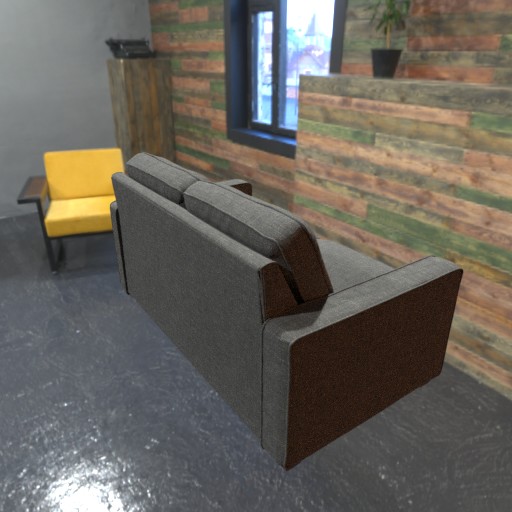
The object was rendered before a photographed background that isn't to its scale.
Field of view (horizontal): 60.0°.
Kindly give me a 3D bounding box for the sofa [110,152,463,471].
[{"bbox_3d":[0.000,0.000,2.261,0.947,0.918,1.709,-16,29,-31],"label":"sofa"}]
